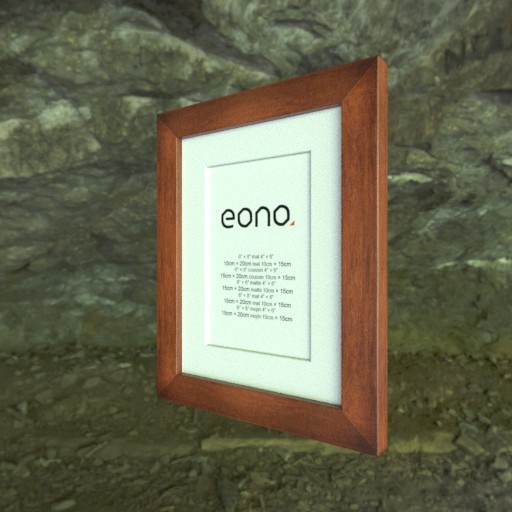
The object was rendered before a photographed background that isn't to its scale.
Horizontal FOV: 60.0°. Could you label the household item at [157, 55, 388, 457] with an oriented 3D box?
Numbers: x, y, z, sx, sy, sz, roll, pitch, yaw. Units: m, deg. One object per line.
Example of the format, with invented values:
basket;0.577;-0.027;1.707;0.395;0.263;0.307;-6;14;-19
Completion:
household item;0.000;0.000;0.341;0.200;0.250;0.020;0;0;35
